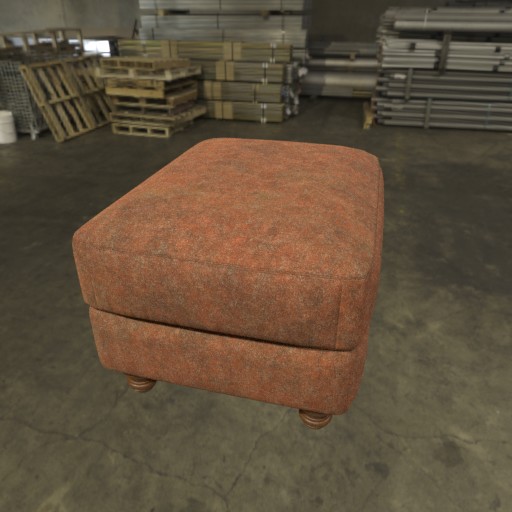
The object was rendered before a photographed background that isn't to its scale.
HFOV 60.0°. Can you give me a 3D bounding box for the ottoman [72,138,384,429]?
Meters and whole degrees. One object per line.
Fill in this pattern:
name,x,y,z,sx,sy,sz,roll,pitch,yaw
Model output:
ottoman,0.000,0.000,1.202,0.635,0.508,0.787,7,30,13
